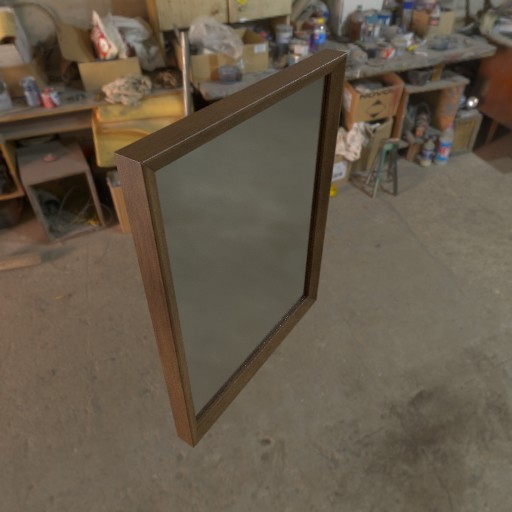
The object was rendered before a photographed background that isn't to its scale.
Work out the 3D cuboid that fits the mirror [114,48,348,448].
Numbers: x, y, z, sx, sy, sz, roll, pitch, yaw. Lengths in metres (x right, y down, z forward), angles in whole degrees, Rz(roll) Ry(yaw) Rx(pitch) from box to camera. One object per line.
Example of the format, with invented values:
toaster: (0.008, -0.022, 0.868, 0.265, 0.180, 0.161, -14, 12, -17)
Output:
mirror: (0.000, 0.000, 0.684, 0.041, 0.509, 0.406, 24, 46, 26)
